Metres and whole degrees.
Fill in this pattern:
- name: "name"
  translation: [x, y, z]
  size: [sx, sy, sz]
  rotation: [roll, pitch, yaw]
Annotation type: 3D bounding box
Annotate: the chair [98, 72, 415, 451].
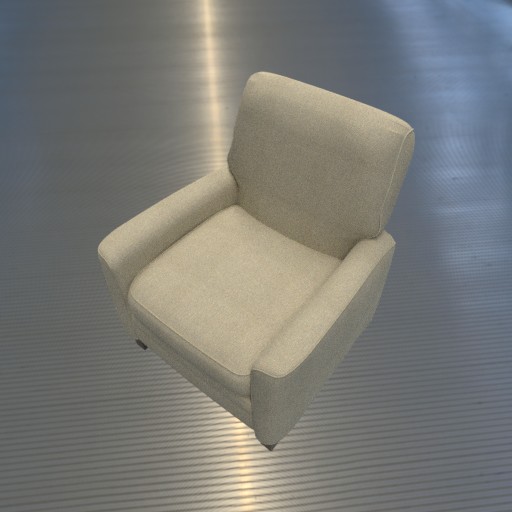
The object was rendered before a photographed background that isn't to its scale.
- name: "chair"
  translation: [0.000, 0.000, 1.643]
  size: [0.850, 1.006, 0.853]
  rotation: [30, 53, 25]
